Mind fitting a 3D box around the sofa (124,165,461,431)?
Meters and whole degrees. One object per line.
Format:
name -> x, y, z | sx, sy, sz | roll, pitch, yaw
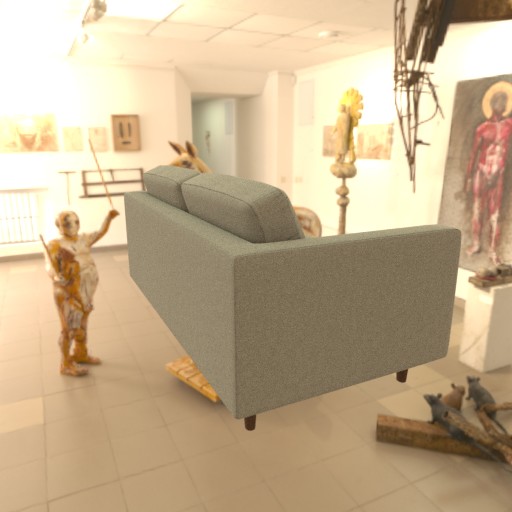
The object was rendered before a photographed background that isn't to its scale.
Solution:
sofa -> 0.000, 0.000, 2.308 | 1.000, 0.900, 1.731 | -7, 17, -25
